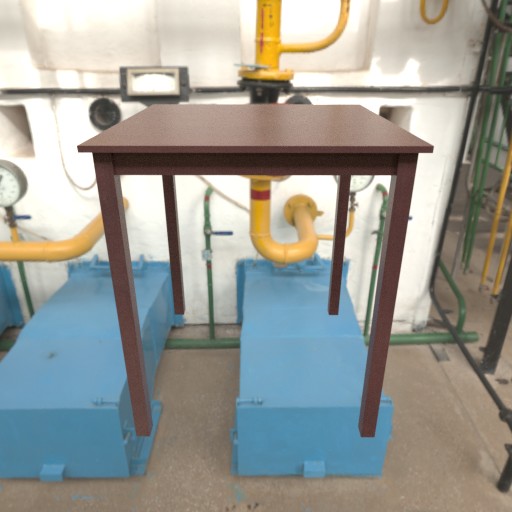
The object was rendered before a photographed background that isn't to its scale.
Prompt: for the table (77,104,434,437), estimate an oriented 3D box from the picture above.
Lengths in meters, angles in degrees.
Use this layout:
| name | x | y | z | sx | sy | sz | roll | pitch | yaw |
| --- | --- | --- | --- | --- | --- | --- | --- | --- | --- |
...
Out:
| name | x | y | z | sx | sy | sz | roll | pitch | yaw |
| --- | --- | --- | --- | --- | --- | --- | --- | --- | --- |
| table | 0.000 | 0.000 | 1.667 | 0.861 | 0.991 | 0.861 | 0 | 25 | 0 |
